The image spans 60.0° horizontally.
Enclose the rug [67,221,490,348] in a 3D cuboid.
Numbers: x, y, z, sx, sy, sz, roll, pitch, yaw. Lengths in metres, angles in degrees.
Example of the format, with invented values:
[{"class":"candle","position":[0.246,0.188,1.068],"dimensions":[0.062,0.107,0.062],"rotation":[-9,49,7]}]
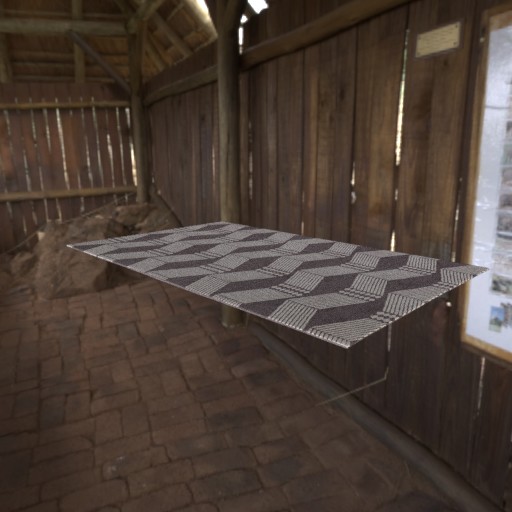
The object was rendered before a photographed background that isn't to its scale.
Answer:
[{"class":"rug","position":[0.000,0.000,2.959],"dimensions":[2.435,0.011,1.517],"rotation":[13,19,43]}]
